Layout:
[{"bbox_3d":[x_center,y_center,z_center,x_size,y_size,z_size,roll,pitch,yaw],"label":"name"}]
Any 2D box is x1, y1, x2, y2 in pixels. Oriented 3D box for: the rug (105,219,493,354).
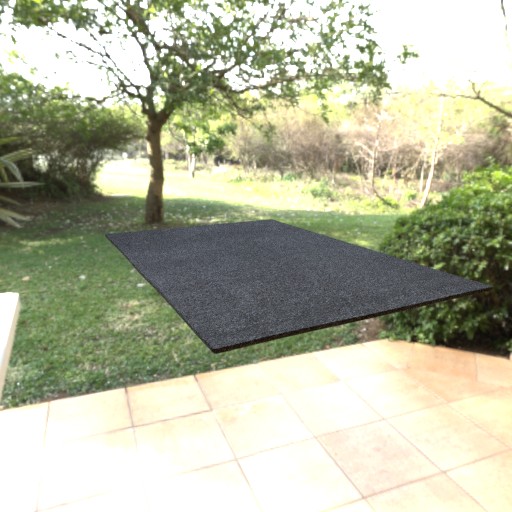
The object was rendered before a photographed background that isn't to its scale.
[{"bbox_3d":[0.000,0.000,3.409,1.802,0.026,2.699,-7,16,-27],"label":"rug"}]
